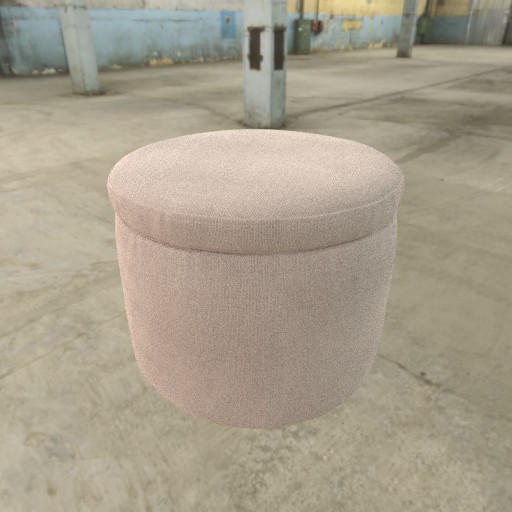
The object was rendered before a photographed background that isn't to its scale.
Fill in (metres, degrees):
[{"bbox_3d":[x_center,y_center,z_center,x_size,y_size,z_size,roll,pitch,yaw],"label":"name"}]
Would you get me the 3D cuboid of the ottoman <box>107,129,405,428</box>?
[{"bbox_3d":[0.000,0.000,0.842,0.497,0.409,0.497,0,27,0],"label":"ottoman"}]
